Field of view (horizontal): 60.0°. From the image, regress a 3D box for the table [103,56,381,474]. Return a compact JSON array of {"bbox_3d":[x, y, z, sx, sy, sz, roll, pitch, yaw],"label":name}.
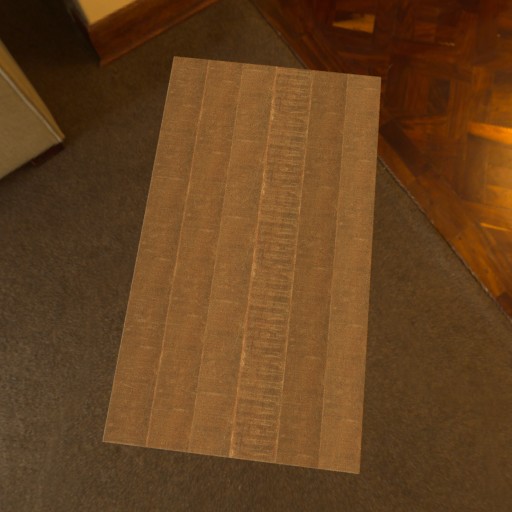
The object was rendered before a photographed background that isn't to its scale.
[{"bbox_3d":[0.000,0.000,1.748,0.800,0.440,1.400,6,76,2],"label":"table"}]
